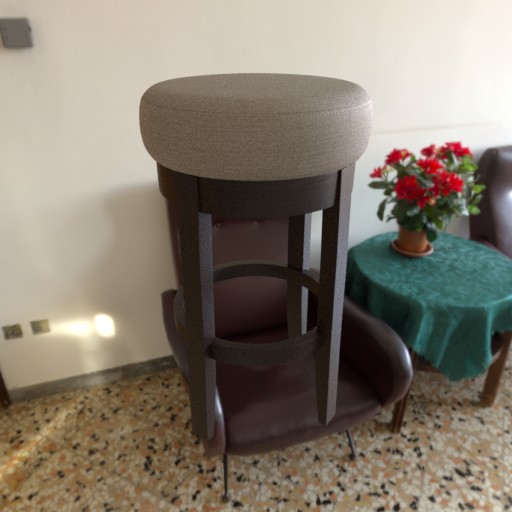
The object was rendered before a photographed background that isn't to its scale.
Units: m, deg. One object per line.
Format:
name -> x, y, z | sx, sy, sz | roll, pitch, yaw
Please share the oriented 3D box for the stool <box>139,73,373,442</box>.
stool -> 0.000, 0.000, 1.003 | 0.443, 0.757, 0.443 | 0, 28, 0
